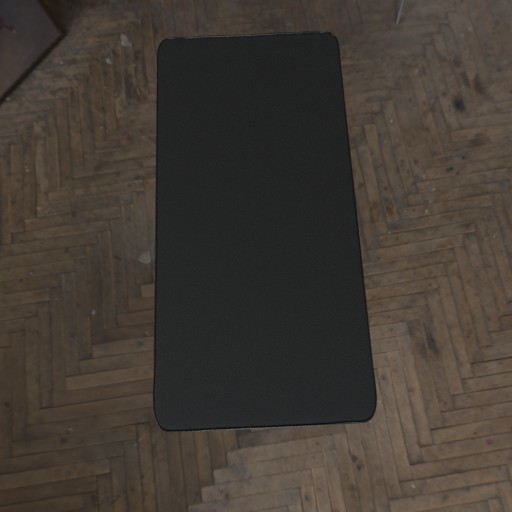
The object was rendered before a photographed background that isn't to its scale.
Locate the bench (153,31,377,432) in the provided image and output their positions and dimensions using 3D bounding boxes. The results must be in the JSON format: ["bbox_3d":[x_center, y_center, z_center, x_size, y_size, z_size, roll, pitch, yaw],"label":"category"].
[{"bbox_3d":[0.000,0.000,0.913,0.300,0.561,0.600,-3,76,-1],"label":"bench"}]
